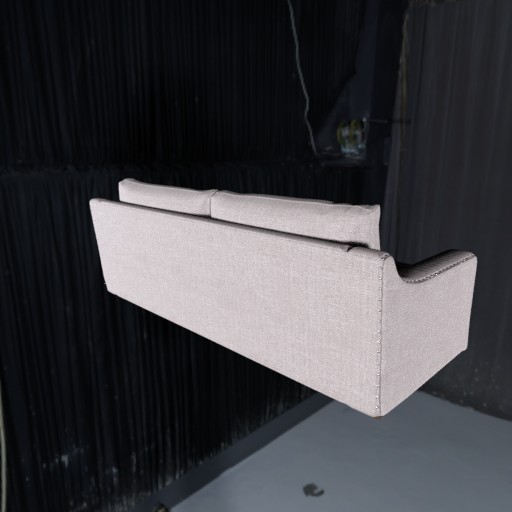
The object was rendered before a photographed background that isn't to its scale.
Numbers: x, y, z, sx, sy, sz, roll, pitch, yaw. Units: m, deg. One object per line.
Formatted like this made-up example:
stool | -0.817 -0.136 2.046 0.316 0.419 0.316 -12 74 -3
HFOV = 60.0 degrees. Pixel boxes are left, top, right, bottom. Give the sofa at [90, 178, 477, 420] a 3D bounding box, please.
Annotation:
sofa | 0.000 0.000 2.662 2.208 0.857 1.000 14 20 43
